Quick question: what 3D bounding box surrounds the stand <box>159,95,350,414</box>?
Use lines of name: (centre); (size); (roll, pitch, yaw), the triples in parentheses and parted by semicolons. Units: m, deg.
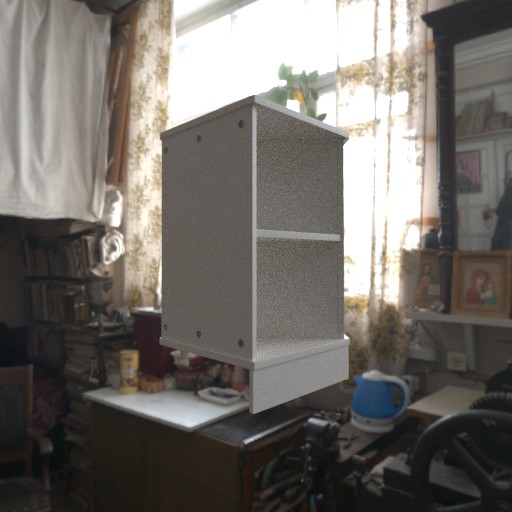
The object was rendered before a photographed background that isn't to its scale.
stand: (0.000, 0.000, 1.383); (0.477, 0.614, 1.072); (0, 0, 1)
